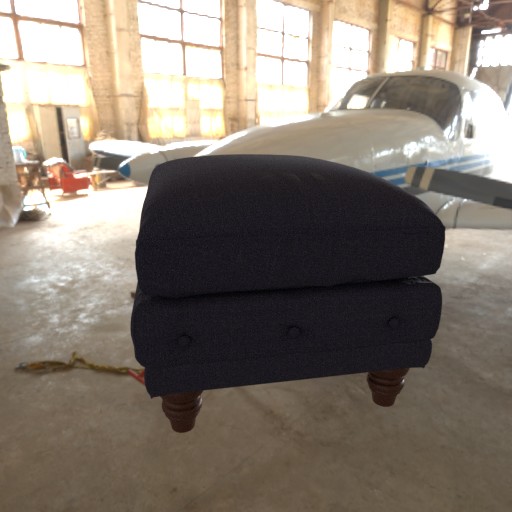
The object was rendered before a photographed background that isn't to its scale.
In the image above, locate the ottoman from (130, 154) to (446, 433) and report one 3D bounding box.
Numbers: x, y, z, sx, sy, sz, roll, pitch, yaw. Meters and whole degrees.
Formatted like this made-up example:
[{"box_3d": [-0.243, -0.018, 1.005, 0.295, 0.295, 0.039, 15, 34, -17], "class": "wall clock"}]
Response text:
[{"box_3d": [0.000, 0.000, 1.115, 0.558, 0.486, 0.767, -3, 17, -11], "class": "ottoman"}]
